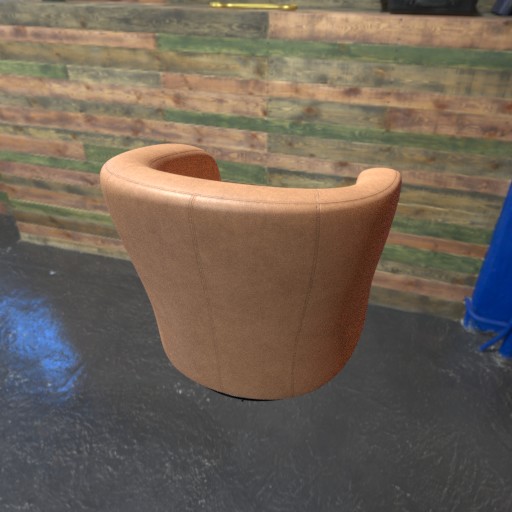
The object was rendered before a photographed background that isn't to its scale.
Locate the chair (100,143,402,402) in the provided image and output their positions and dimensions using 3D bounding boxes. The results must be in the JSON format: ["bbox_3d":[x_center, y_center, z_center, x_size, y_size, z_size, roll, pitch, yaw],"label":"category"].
[{"bbox_3d":[0.000,0.000,1.403,0.791,0.771,0.815,10,34,15],"label":"chair"}]
